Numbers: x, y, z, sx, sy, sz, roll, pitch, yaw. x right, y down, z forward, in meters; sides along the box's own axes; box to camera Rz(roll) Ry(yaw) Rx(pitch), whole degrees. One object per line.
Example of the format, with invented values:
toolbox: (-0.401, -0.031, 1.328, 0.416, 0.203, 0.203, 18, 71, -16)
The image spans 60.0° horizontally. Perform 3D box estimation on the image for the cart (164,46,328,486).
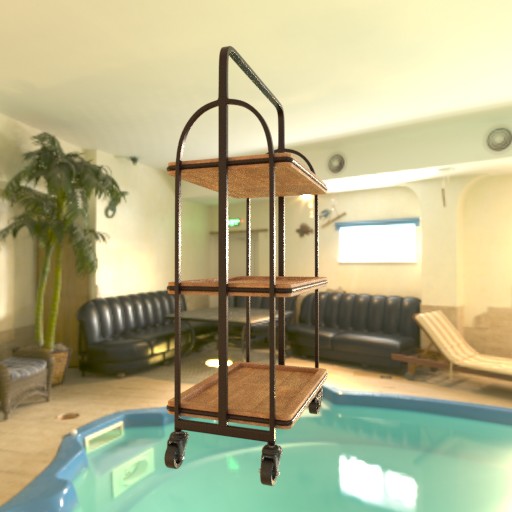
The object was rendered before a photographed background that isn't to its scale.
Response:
cart: (0.000, 0.000, 1.246, 0.327, 1.001, 0.553, 0, -1, 19)
